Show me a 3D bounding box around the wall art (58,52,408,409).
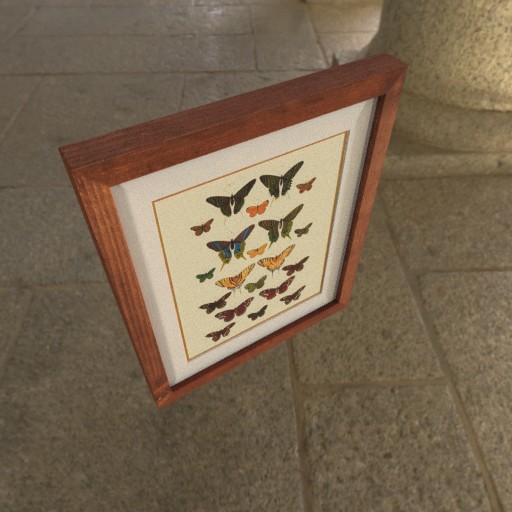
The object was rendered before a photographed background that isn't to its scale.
[{"bbox_3d":[0.000,0.000,0.602,0.377,0.449,0.039,-24,51,-21],"label":"wall art"}]
